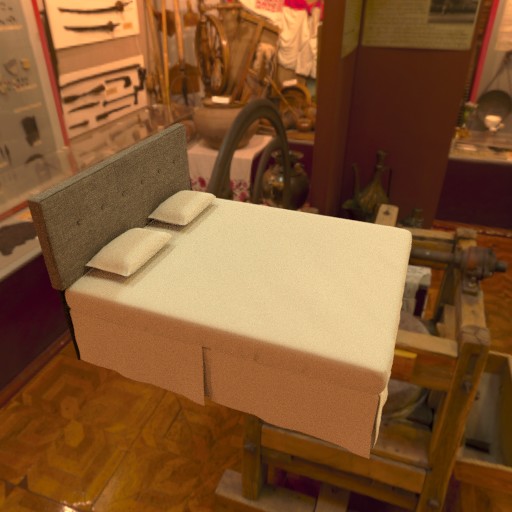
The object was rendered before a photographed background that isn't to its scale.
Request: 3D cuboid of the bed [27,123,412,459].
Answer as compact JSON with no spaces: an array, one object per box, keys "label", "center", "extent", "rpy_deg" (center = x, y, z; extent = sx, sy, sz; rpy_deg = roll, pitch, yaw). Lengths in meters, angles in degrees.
[{"label":"bed","center":[0.000,0.000,2.944],"extent":[1.958,1.168,1.621],"rpy_deg":[11,34,18]}]
